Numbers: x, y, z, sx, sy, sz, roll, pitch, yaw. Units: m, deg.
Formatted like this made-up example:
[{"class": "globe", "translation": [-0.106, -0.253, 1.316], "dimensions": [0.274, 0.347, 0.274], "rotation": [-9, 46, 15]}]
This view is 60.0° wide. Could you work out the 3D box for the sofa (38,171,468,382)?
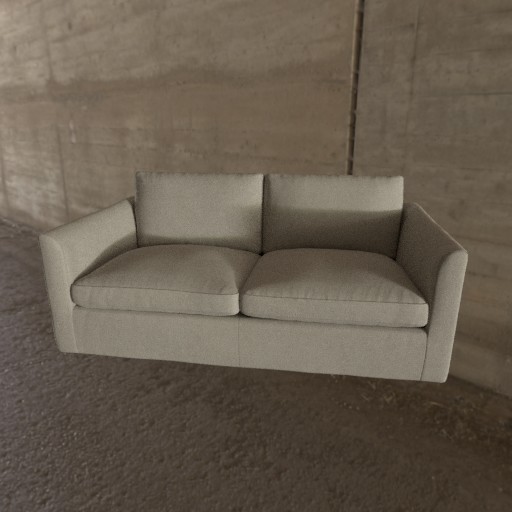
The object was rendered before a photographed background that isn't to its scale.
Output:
[{"class": "sofa", "translation": [0.000, 0.000, 2.481], "dimensions": [1.905, 0.839, 1.091], "rotation": [3, 17, 8]}]
